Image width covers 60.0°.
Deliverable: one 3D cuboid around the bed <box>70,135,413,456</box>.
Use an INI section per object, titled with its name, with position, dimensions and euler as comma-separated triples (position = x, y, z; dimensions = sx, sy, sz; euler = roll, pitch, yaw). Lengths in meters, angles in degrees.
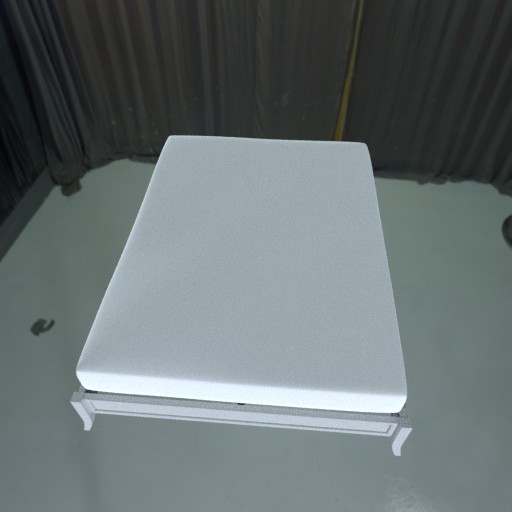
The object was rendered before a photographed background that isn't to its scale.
[bed]
position = 0.000, 0.000, 2.763
dimensions = 1.604, 0.510, 2.108
euler = 3, 47, 3
